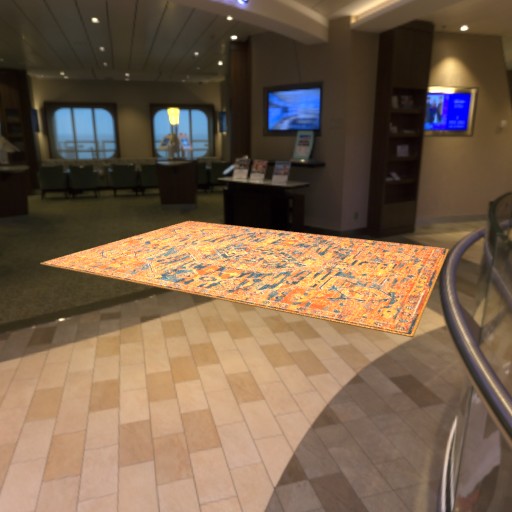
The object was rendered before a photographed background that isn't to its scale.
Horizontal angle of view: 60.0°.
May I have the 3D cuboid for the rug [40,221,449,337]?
[{"bbox_3d":[0.000,0.000,3.834,2.916,0.019,2.043,8,17,27],"label":"rug"}]
